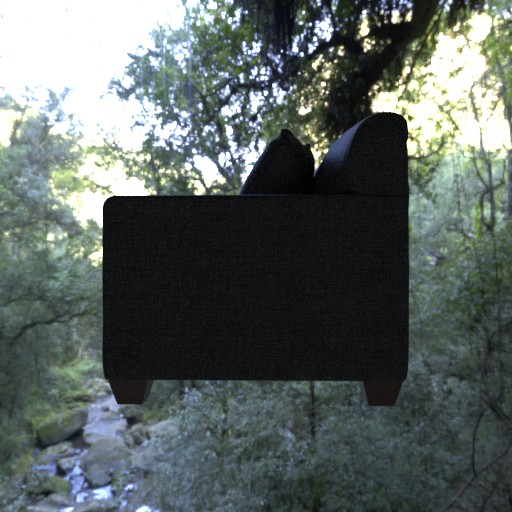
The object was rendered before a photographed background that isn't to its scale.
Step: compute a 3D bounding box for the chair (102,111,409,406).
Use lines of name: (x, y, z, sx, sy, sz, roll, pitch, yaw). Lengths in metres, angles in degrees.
chair: (0.000, 0.000, 2.039, 1.000, 0.948, 1.383, 0, -1, 1)
